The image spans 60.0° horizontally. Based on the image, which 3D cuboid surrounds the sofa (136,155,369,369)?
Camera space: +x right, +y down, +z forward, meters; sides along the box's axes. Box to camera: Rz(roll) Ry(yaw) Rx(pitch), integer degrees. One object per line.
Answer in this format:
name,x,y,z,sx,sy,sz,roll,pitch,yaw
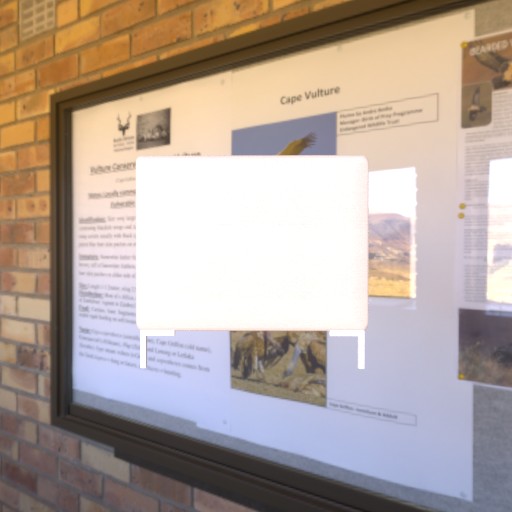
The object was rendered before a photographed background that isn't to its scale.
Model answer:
sofa,0.000,0.000,2.271,0.686,0.635,1.981,0,1,1
